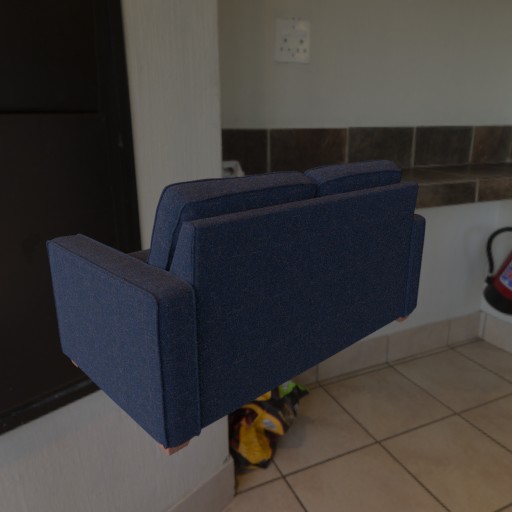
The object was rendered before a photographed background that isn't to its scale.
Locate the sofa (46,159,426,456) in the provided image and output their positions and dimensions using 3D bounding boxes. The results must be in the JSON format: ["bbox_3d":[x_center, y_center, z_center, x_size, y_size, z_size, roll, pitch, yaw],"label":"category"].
[{"bbox_3d":[0.000,0.000,2.222,1.709,0.918,0.947,-15,23,-41],"label":"sofa"}]
